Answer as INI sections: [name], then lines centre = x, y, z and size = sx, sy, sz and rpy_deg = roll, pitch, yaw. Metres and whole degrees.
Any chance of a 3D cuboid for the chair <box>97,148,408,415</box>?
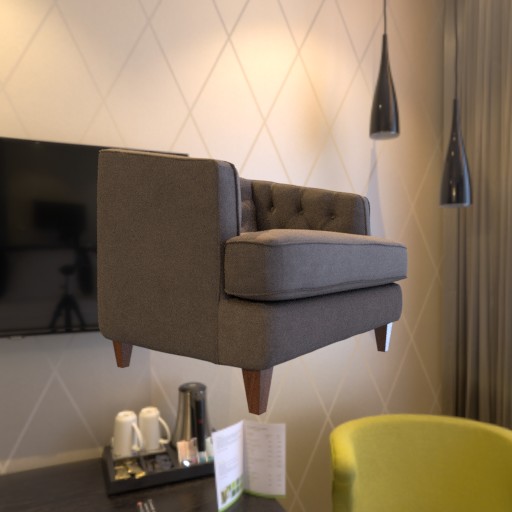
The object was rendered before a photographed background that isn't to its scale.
[chair]
centre = 0.000, 0.000, 1.806
size = 0.941, 0.852, 1.104
rpy_deg = 0, 1, 37
